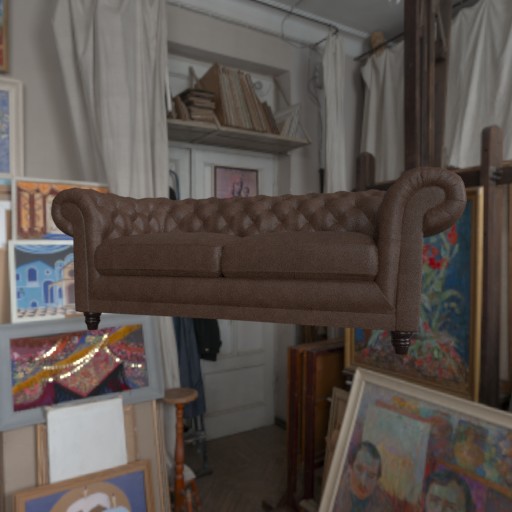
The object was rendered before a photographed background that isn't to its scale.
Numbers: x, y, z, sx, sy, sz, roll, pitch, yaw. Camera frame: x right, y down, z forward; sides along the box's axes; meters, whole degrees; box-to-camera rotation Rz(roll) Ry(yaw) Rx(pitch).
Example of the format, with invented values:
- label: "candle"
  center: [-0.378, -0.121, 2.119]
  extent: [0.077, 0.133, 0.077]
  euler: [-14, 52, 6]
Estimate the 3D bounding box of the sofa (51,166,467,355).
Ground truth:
- label: "sofa"
  center: [0.000, 0.000, 2.461]
  extent: [2.048, 0.784, 0.955]
  euler: [0, 1, 20]
